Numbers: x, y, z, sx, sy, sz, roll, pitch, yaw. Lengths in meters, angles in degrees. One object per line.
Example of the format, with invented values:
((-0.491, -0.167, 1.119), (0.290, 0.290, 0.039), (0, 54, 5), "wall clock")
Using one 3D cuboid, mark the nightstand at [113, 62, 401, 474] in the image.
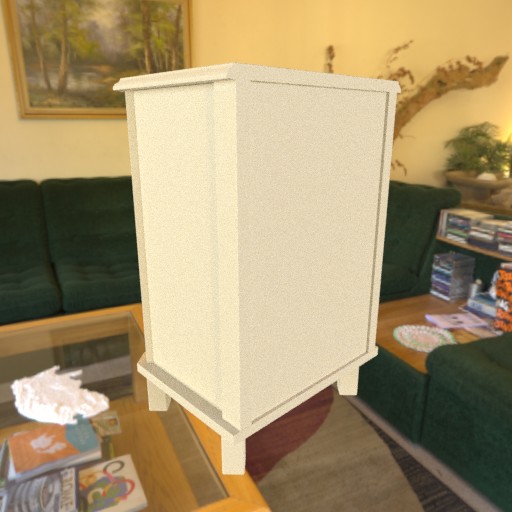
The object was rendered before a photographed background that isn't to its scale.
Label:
((0.000, 0.000, 0.923), (0.435, 0.681, 0.351), (-15, 23, -41), "nightstand")
